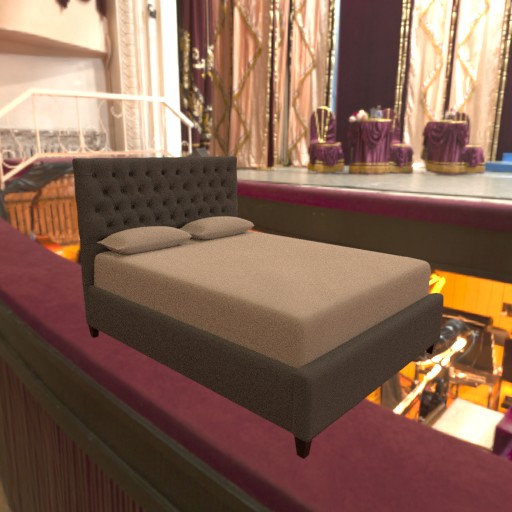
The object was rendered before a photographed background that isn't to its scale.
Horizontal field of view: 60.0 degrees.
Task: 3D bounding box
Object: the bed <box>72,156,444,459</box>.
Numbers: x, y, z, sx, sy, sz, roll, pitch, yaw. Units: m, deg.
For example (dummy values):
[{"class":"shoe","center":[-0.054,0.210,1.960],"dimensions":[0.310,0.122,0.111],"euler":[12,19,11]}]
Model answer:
[{"class":"bed","center":[0.000,0.000,3.320],"dimensions":[2.231,1.427,1.698],"euler":[12,18,42]}]
